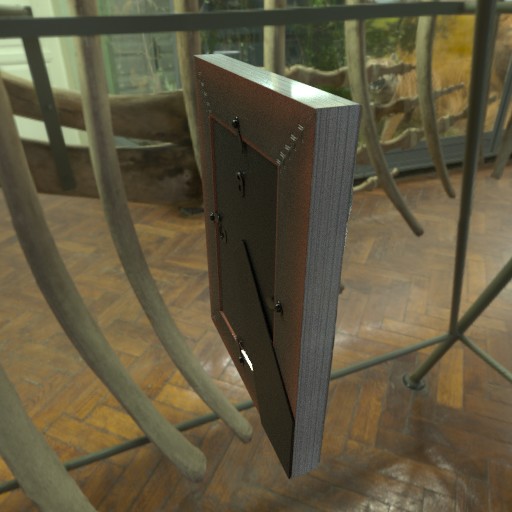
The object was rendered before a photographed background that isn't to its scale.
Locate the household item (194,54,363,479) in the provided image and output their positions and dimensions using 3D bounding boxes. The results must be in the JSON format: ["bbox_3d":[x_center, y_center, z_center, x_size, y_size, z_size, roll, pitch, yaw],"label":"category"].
[{"bbox_3d":[0.000,0.000,0.280,0.025,0.216,0.165,-12,33,-19],"label":"household item"}]
